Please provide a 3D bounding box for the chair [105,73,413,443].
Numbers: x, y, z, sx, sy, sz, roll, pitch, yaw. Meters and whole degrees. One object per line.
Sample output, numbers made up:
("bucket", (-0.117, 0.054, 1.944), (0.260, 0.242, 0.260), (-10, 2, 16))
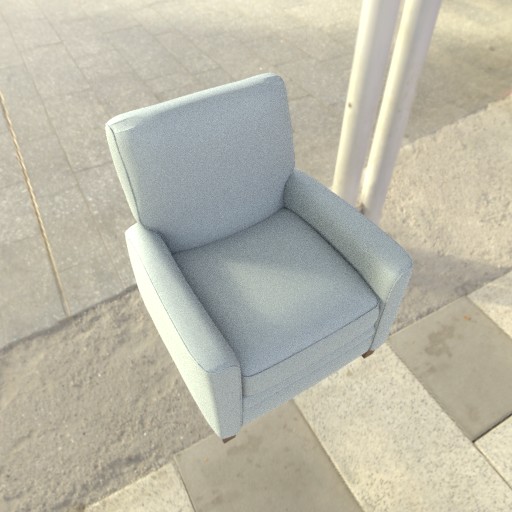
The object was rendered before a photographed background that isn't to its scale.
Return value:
("chair", (0.000, 0.000, 1.687), (0.853, 1.007, 0.846), (-24, 52, -21))
